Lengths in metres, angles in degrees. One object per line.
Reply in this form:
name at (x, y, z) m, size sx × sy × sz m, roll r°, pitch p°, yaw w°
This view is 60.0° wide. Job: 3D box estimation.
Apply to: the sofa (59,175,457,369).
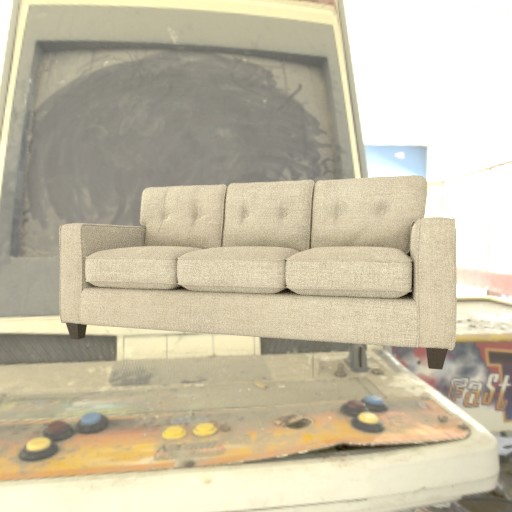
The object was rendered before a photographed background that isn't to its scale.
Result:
sofa at (0.000, 0.000, 2.651) m, size 2.133 × 0.965 × 0.939 m, roll 1°, pitch 2°, yaw 18°
